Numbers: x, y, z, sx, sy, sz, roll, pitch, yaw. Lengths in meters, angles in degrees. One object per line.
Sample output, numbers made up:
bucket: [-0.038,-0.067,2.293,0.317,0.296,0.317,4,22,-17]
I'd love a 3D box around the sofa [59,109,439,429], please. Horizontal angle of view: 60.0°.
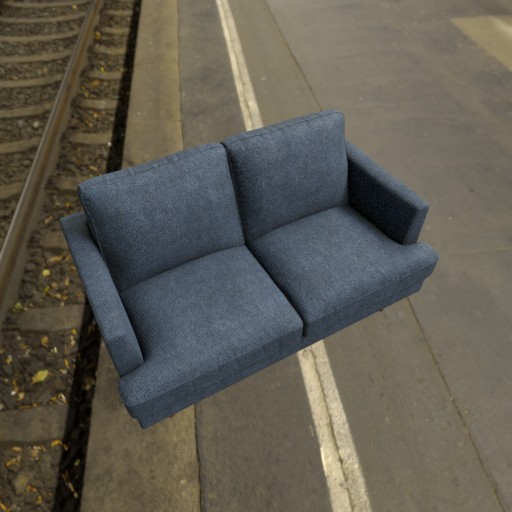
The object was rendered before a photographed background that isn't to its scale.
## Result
sofa: [0.000,0.000,2.144,1.582,0.944,0.903,-22,50,-20]
